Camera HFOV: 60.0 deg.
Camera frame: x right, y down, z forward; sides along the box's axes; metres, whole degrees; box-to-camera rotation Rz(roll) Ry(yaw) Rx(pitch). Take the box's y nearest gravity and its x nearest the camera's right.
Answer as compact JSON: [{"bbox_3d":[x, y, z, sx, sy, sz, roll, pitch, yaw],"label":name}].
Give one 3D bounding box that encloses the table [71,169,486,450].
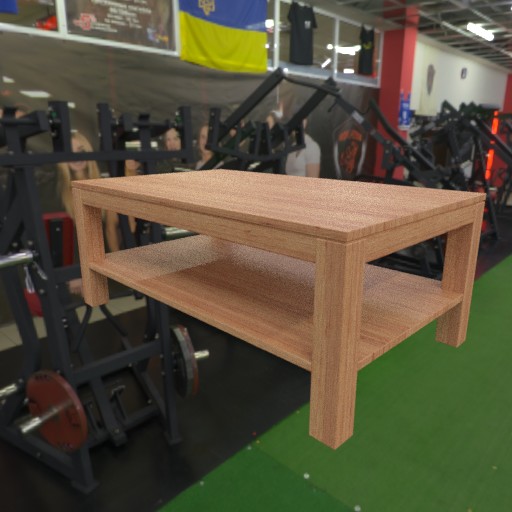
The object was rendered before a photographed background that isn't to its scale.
[{"bbox_3d":[0.000,0.000,1.468,1.146,0.457,0.695,15,22,43],"label":"table"}]
